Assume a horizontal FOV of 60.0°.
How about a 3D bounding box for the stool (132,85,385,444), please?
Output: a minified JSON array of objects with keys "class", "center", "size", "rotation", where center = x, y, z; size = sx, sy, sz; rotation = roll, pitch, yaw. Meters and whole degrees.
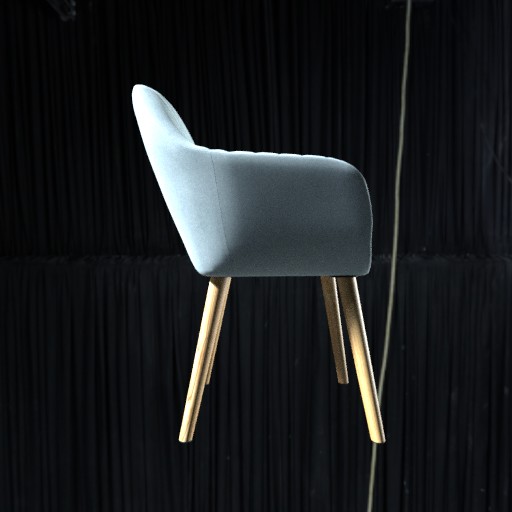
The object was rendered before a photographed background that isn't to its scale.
[{"class":"stool","center":[0.000,0.000,1.198],"size":[0.590,0.830,0.503],"rotation":[0,3,0]}]
